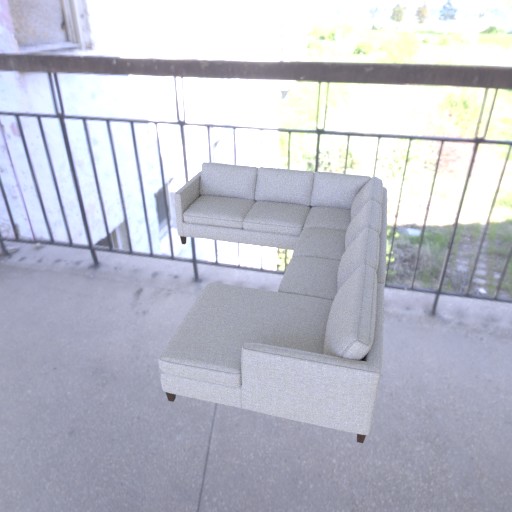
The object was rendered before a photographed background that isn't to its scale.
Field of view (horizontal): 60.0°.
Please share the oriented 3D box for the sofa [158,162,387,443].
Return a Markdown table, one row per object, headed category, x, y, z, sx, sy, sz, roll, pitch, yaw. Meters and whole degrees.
| category | x | y | z | sx | sy | sz | roll | pitch | yaw |
| --- | --- | --- | --- | --- | --- | --- | --- | --- | --- |
| sofa | 0.000 | 0.000 | 4.560 | 2.551 | 0.889 | 3.403 | 8 | 30 | 13 |
